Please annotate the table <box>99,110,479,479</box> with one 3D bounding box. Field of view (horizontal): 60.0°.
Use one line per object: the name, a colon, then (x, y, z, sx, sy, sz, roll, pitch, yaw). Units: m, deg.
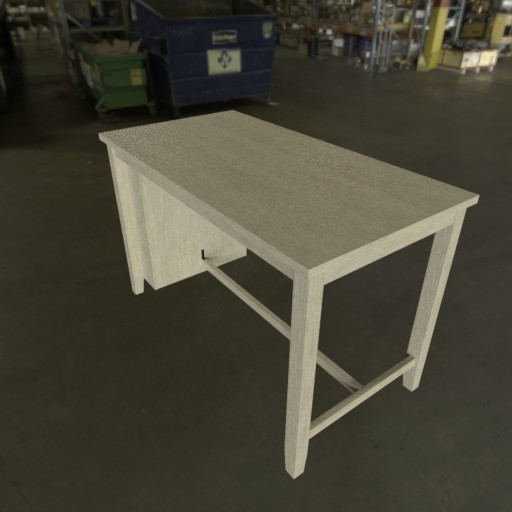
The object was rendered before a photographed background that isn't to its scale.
table: (0.000, 0.000, 1.927, 0.729, 0.874, 1.397, -21, 37, -31)
